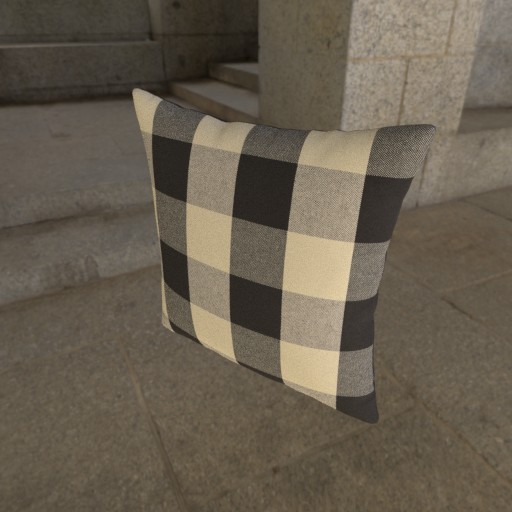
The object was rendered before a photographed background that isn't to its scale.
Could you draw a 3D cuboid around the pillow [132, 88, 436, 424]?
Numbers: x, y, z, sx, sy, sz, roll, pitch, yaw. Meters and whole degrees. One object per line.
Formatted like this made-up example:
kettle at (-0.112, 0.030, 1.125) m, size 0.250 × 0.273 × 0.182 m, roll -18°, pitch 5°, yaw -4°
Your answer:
pillow at (0.000, 0.000, 0.768) m, size 0.511 × 0.509 × 0.161 m, roll 18°, pitch 34°, yaw 29°
